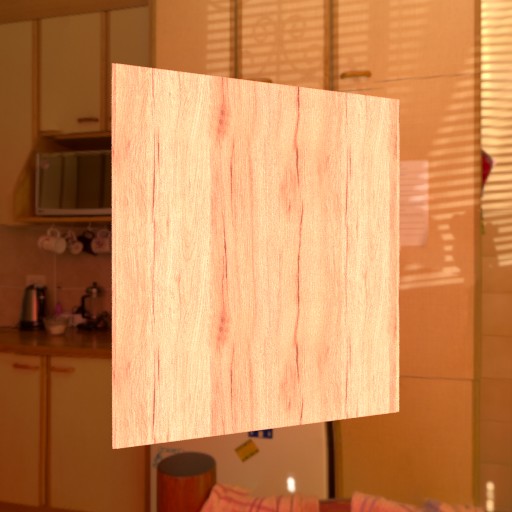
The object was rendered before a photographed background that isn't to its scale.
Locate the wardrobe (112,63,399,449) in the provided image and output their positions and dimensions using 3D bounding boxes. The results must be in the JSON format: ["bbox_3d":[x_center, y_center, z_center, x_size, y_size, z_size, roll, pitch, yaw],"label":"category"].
[{"bbox_3d":[0.000,0.000,2.932,1.810,2.070,0.580,0,0,-18],"label":"wardrobe"}]
